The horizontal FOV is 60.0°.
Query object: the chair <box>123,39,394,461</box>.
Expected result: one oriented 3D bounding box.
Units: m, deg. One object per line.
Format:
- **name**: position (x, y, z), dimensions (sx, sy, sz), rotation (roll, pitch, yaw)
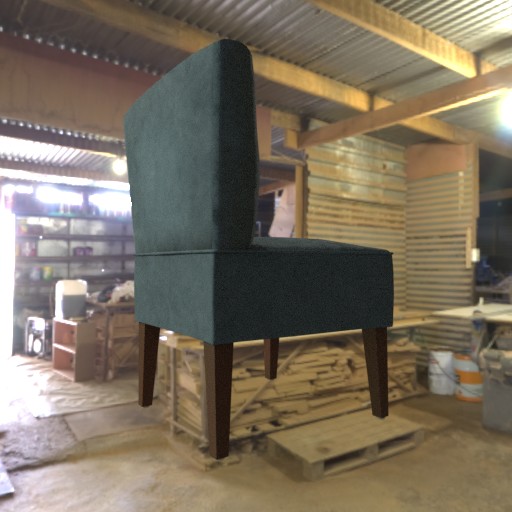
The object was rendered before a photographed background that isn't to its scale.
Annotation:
- **chair**: position (0.000, 0.000, 1.155), dimensions (0.551, 0.806, 0.521), rotation (1, -1, -35)
